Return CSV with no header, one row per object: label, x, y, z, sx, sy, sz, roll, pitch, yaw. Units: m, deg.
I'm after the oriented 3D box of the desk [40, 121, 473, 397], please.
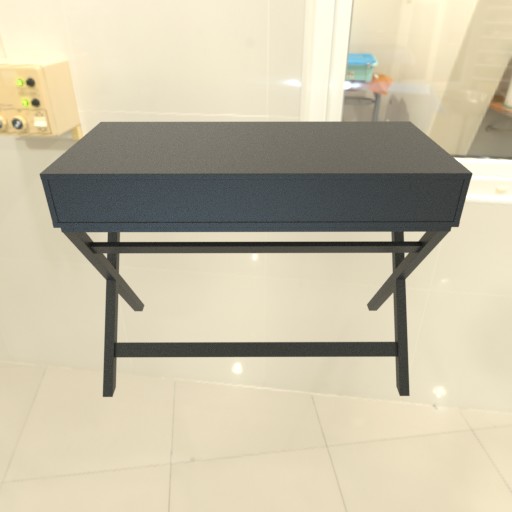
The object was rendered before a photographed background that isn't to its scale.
desk,0.000,0.000,1.506,1.057,0.780,0.525,0,31,0
